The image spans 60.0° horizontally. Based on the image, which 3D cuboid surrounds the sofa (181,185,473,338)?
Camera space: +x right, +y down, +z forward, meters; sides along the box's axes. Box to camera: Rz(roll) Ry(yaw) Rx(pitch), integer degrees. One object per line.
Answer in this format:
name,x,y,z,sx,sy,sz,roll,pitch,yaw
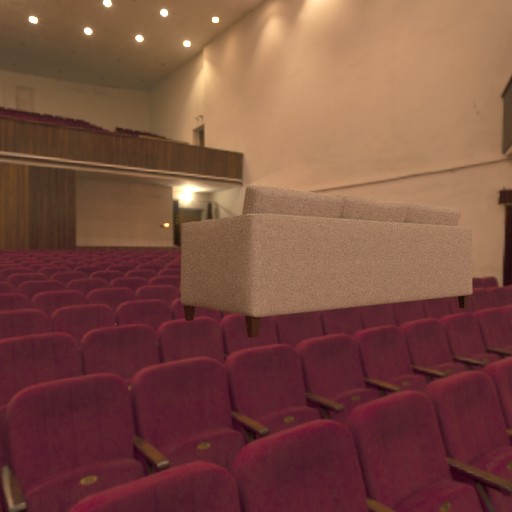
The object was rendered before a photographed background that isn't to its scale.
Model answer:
sofa,0.000,0.000,4.608,2.522,0.934,3.333,0,0,-36
